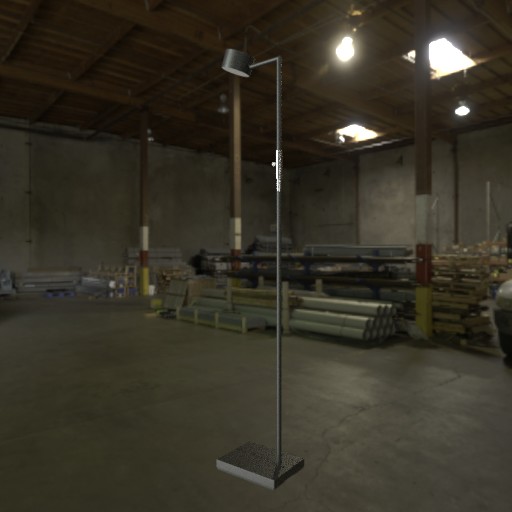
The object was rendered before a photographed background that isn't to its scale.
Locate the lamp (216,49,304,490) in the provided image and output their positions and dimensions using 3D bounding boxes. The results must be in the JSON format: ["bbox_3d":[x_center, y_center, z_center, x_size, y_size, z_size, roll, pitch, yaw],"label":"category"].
[{"bbox_3d":[0.000,0.000,1.674,0.304,1.600,0.203,0,0,36],"label":"lamp"}]
